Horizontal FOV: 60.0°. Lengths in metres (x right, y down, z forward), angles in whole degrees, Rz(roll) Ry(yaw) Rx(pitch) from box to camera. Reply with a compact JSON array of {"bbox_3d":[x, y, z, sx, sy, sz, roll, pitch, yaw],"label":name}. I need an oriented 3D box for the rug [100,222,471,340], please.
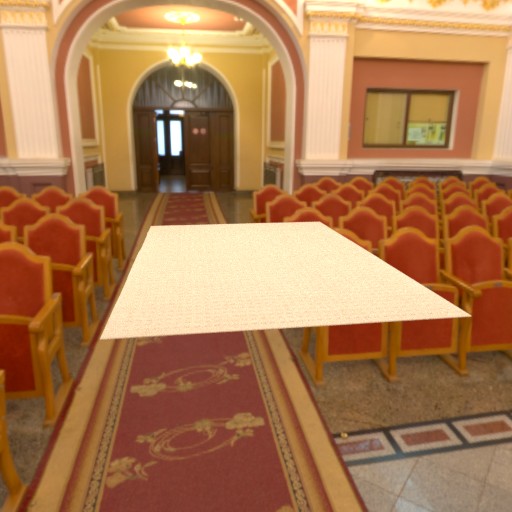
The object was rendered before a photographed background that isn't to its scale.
[{"bbox_3d":[0.000,0.000,2.870,1.523,0.006,2.289,-2,15,-8],"label":"rug"}]
